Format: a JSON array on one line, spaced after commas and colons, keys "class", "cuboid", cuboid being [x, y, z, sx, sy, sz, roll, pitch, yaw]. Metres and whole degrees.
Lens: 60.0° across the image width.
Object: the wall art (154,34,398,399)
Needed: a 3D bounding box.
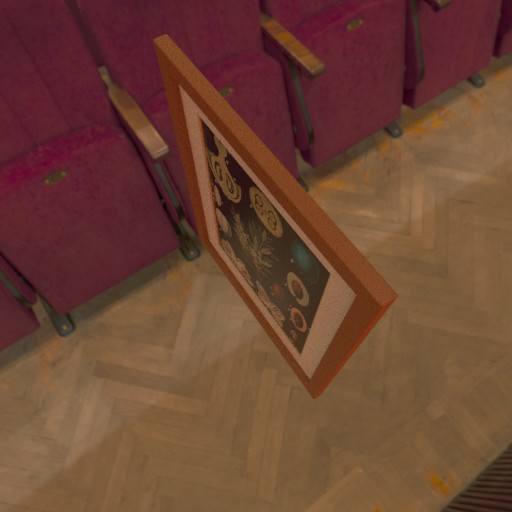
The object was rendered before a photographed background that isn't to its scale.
[{"class": "wall art", "cuboid": [0.000, 0.000, 0.514, 0.015, 0.379, 0.310, -31, 68, -15]}]
